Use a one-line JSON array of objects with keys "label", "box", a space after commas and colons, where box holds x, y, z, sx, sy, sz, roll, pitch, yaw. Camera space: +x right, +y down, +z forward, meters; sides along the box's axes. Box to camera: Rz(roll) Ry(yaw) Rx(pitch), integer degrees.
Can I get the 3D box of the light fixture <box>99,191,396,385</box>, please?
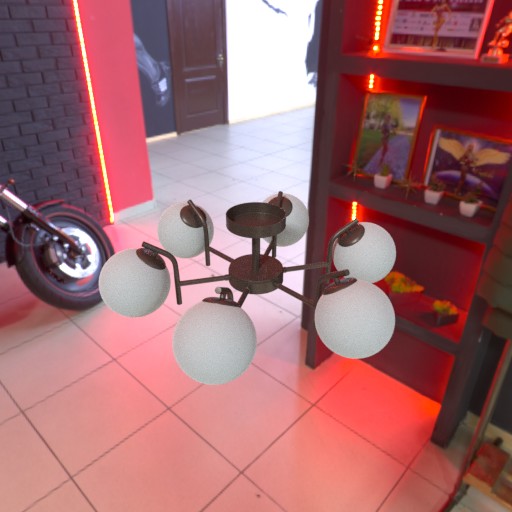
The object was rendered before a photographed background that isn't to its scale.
[{"label": "light fixture", "box": [0.000, 0.000, 0.965, 0.662, 0.201, 0.662, 0, 29, 0]}]
